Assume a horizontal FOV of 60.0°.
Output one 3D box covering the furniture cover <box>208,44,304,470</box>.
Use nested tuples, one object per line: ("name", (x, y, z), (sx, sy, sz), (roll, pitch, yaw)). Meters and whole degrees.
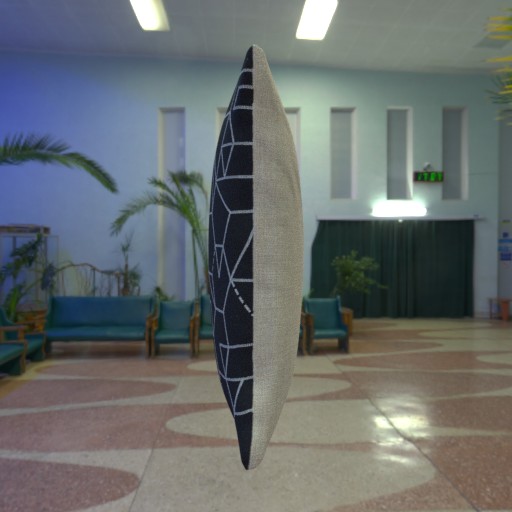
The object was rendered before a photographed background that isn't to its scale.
("furniture cover", (0.000, 0.000, 0.779), (0.158, 0.508, 0.517), (0, 0, 0))
